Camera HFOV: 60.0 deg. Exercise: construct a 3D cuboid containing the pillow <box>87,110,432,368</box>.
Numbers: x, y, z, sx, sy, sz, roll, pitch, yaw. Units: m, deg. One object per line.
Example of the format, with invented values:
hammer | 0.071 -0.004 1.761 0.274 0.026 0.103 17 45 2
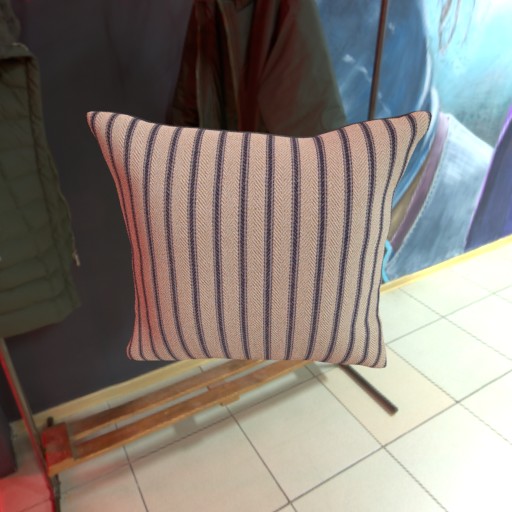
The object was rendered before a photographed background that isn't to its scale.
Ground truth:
pillow | 0.000 0.000 0.697 0.468 0.444 0.138 1 30 2
